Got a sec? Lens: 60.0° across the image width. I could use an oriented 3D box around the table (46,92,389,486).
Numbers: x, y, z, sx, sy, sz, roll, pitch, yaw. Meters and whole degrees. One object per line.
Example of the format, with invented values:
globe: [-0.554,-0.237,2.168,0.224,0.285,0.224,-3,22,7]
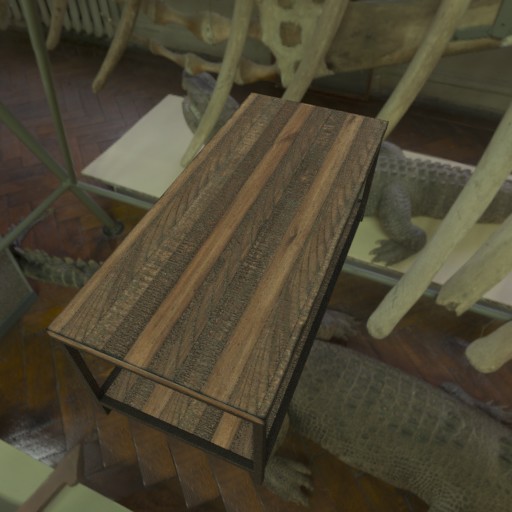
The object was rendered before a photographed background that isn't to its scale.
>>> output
table: [0.000,0.000,1.238,0.452,0.399,0.990,17,50,15]
